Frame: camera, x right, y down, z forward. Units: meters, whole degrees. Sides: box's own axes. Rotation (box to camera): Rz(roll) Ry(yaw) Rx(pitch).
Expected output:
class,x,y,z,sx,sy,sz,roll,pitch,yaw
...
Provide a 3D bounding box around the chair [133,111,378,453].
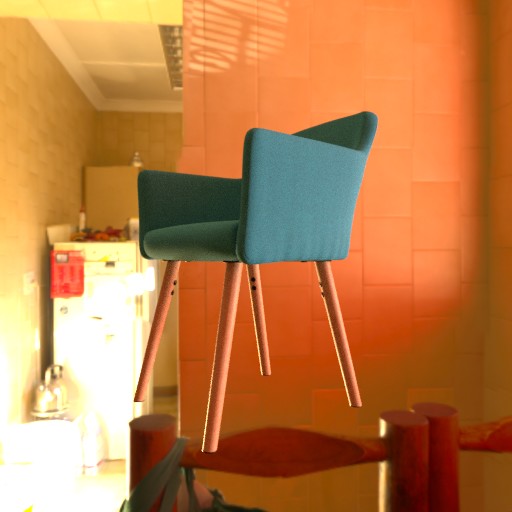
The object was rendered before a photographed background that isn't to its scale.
class,x,y,z,sx,sy,sz,roll,pitch,yaw
chair,0.000,0.000,1.192,0.540,0.780,0.570,0,0,-37
